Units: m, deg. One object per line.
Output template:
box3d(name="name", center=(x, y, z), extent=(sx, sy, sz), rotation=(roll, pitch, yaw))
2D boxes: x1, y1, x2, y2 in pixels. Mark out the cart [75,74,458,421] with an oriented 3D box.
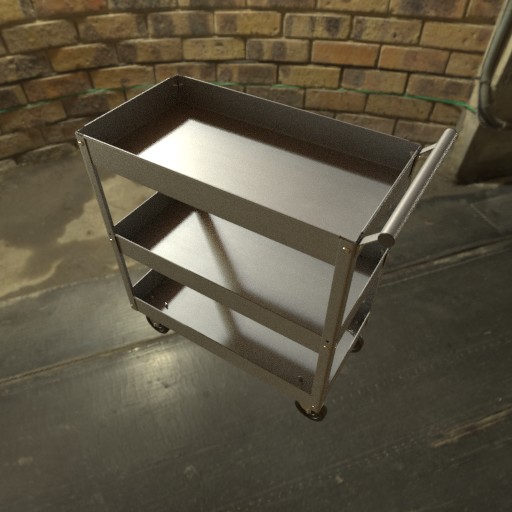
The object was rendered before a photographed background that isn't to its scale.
box3d(name="cart", center=(0.000, 0.000, 1.177), extent=(0.719, 0.780, 0.366), rotation=(24, 50, 22))
